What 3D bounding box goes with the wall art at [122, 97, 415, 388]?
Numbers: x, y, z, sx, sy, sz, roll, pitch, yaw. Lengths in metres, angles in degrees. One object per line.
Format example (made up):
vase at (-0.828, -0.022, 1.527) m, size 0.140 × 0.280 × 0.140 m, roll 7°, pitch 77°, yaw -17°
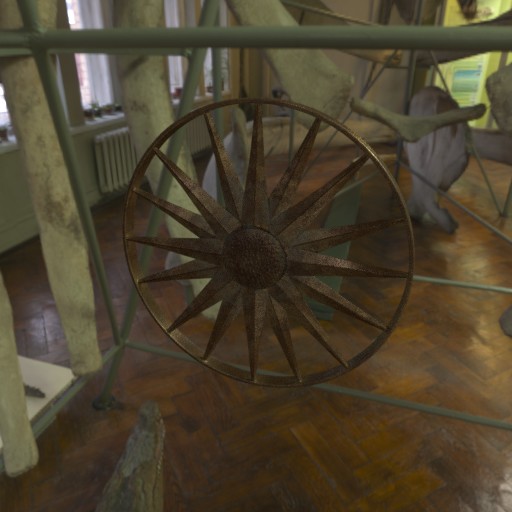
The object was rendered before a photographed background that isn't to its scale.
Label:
wall art at (0.000, 0.000, 0.864) m, size 0.582 × 0.583 × 0.084 m, roll 8°, pitch 27°, yaw 17°
